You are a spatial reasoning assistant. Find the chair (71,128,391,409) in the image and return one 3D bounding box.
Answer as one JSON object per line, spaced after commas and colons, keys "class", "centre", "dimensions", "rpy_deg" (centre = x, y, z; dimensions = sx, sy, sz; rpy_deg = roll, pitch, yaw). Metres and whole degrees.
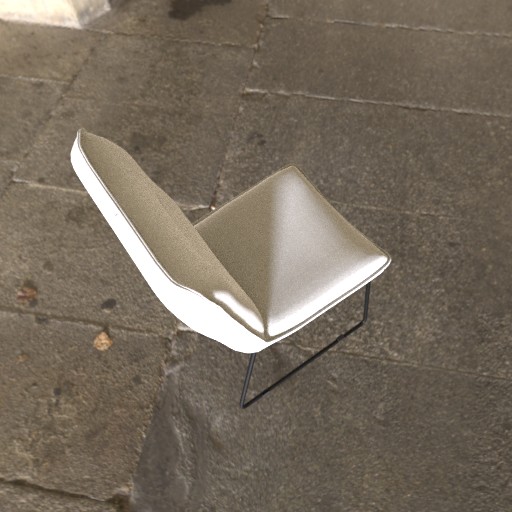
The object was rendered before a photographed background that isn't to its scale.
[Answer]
{"class": "chair", "centre": [0.000, 0.000, 1.324], "dimensions": [0.688, 0.930, 0.515], "rpy_deg": [-31, 63, -18]}
